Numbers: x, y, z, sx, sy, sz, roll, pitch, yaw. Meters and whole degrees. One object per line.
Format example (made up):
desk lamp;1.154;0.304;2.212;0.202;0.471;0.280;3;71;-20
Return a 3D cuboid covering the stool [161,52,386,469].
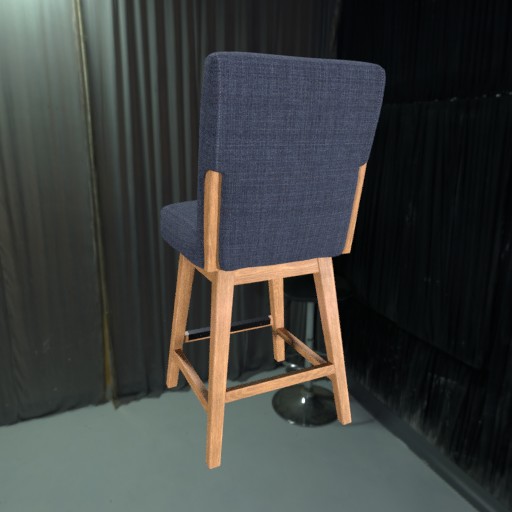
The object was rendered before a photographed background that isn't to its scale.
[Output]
stool;0.000;0.000;1.295;0.459;1.010;0.526;-7;17;-24
